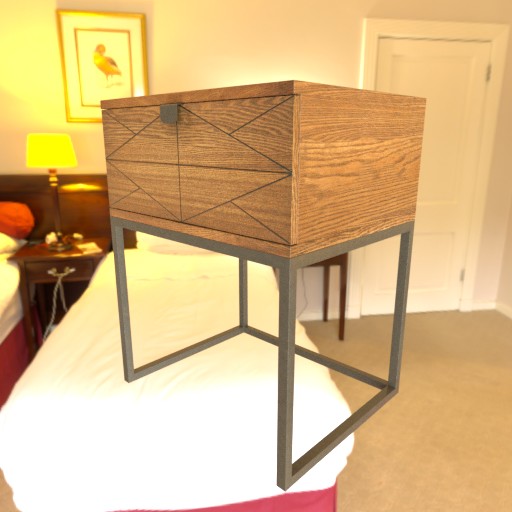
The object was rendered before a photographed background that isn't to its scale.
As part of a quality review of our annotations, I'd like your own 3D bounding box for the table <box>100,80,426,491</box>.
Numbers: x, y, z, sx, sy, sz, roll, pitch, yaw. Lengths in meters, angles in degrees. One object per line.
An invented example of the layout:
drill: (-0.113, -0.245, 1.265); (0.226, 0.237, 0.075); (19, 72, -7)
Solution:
table: (0.000, 0.000, 0.911); (0.482, 0.610, 0.400); (14, 21, 42)
